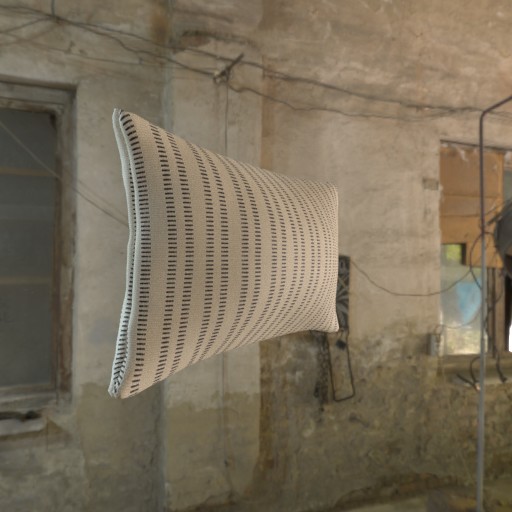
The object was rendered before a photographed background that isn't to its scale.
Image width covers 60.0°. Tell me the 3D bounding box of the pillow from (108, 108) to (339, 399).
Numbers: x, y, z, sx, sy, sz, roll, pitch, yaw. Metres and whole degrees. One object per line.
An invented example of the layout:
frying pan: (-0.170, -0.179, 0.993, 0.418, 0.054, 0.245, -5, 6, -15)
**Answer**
pillow: (0.000, 0.000, 0.795, 0.210, 0.353, 0.640, 0, -1, 34)
